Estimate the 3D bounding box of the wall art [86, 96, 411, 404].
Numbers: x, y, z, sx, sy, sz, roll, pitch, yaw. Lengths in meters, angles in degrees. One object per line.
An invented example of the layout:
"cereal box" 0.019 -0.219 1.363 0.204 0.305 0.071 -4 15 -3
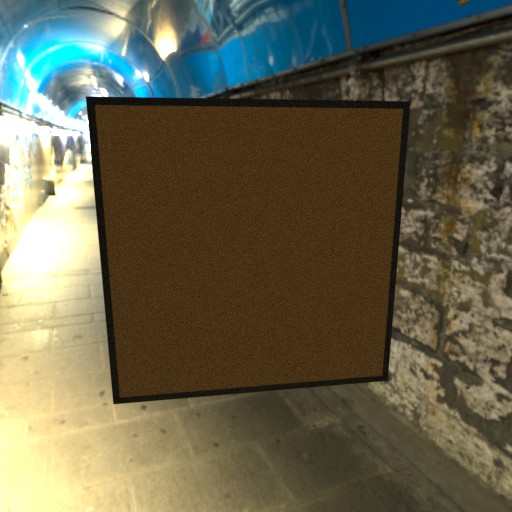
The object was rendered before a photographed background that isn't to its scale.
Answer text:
"wall art" 0.000 0.000 1.142 0.763 0.763 0.038 -2 14 -9
